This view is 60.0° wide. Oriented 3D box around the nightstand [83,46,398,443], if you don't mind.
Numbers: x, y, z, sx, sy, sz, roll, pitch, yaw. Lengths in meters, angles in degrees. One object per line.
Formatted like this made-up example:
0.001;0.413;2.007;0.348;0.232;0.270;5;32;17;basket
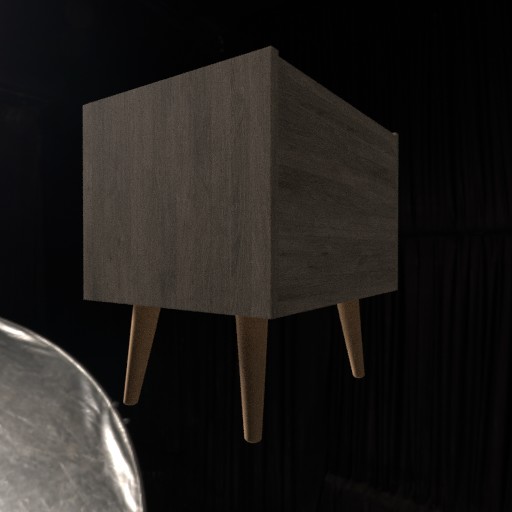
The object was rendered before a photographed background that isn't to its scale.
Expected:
0.000;0.000;0.828;0.380;0.500;0.480;0;1;35;nightstand
